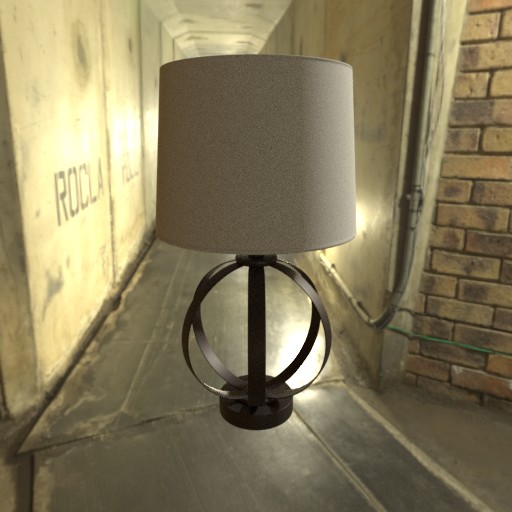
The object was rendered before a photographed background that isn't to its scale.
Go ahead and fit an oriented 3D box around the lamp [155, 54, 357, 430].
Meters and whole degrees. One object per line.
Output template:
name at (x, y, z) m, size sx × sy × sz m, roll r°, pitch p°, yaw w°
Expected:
lamp at (0.000, 0.000, 0.657) m, size 0.286 × 0.510 × 0.286 m, roll 0°, pitch 15°, yaw 0°
